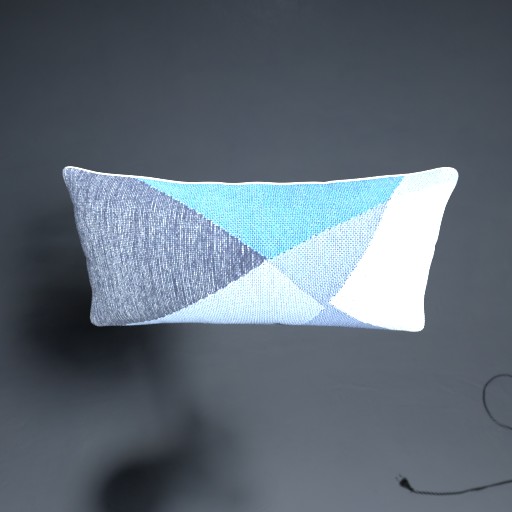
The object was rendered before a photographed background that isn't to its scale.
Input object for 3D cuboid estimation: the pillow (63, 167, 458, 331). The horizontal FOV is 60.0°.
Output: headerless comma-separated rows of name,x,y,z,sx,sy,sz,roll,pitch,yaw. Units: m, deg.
pillow,0.000,0.000,0.735,0.604,0.307,0.148,1,30,1
